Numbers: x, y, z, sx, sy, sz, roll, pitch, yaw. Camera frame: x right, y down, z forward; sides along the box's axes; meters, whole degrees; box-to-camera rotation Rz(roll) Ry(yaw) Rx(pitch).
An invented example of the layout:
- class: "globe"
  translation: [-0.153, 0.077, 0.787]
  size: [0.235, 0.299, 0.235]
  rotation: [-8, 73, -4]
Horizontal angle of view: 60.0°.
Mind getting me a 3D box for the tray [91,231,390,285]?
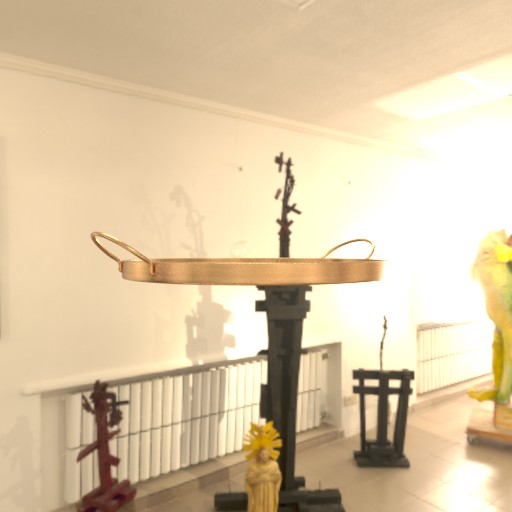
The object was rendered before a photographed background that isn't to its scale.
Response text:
- class: "tray"
  translation: [0.000, 0.000, 0.755]
  size: [0.543, 0.069, 0.438]
  rotation: [0, 1, -36]
